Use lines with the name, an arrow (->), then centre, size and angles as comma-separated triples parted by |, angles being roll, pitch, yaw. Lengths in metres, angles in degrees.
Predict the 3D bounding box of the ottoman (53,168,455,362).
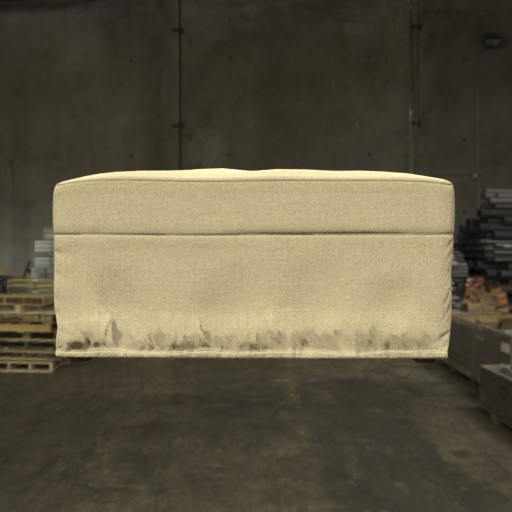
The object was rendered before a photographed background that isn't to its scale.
ottoman -> 0.000, 0.000, 1.307 | 0.843, 0.436, 0.840 | 0, 1, 1
